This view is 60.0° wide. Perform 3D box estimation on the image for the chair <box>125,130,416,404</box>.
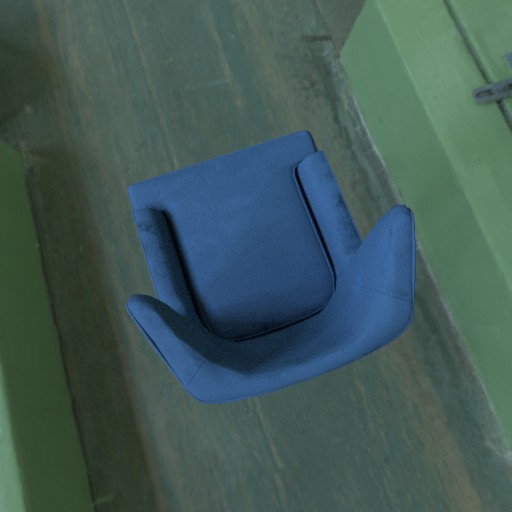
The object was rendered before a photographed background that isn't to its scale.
[{"bbox_3d":[0.000,0.000,1.630,0.793,0.952,0.910,-19,76,-5],"label":"chair"}]
